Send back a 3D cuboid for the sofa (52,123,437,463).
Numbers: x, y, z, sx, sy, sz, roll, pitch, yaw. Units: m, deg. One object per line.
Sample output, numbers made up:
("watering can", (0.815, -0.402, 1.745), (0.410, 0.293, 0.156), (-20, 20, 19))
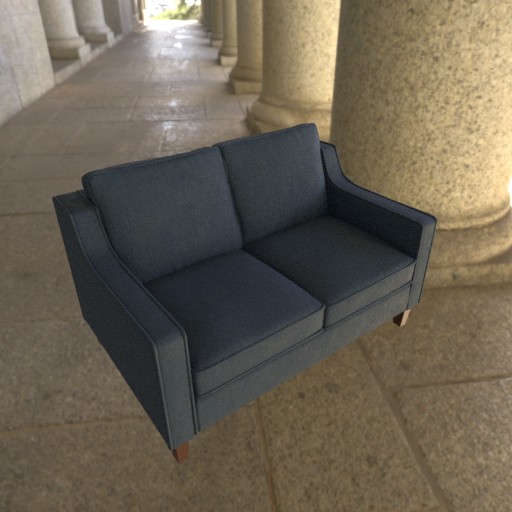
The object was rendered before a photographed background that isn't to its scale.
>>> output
("sofa", (0.000, 0.000, 2.153), (1.501, 0.971, 0.987), (-21, 37, -31))
